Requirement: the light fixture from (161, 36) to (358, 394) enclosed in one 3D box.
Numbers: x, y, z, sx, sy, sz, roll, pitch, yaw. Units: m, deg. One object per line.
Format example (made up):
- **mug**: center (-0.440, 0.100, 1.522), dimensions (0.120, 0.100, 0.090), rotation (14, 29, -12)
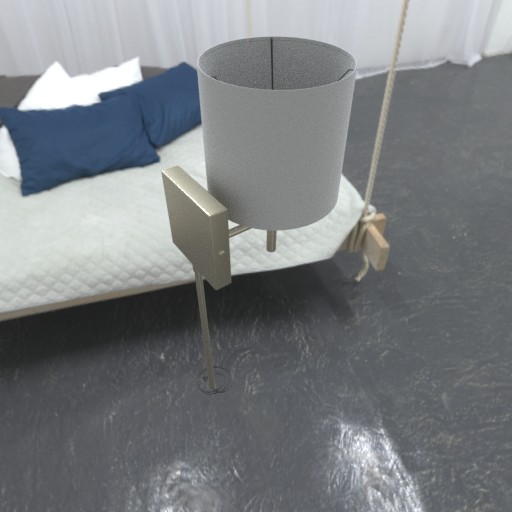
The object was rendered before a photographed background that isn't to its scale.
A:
- **light fixture**: center (0.000, 0.000, 0.706), dimensions (0.248, 0.589, 0.188), rotation (-25, 48, -26)
